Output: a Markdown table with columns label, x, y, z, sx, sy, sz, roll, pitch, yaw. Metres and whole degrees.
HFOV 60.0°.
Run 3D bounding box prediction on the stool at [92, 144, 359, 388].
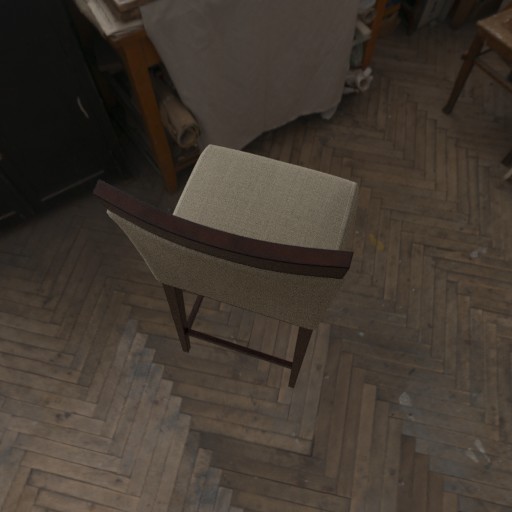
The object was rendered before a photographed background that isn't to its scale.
| label | x | y | z | sx | sy | sz | roll | pitch | yaw |
| --- | --- | --- | --- | --- | --- | --- | --- | --- | --- |
| stool | 0.000 | 0.000 | 1.261 | 0.463 | 1.011 | 0.480 | 16 | 65 | 8 |
